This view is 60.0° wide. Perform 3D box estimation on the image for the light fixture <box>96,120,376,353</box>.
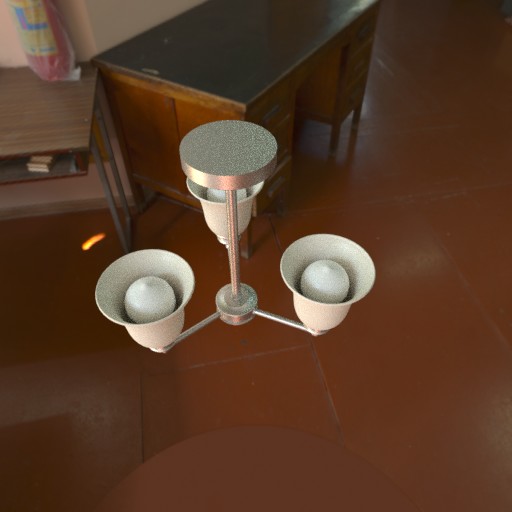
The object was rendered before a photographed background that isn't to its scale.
[{"bbox_3d":[0.000,0.000,0.673,0.354,0.370,0.388,17,50,15],"label":"light fixture"}]
